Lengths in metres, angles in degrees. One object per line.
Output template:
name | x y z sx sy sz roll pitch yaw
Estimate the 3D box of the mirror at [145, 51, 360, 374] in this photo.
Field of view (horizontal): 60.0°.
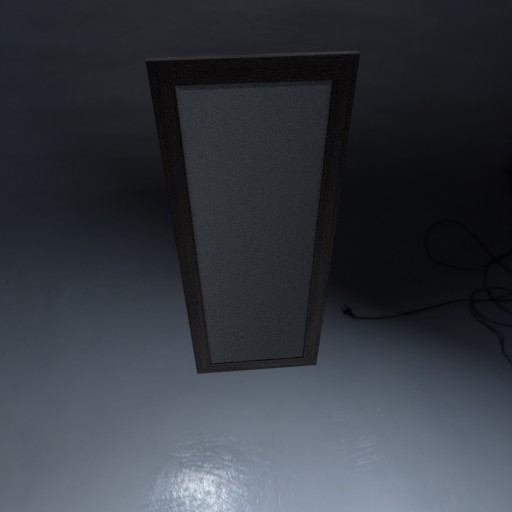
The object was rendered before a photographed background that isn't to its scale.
mirror | 0.000 0.000 2.353 0.812 2.020 0.221 -3 47 -3
